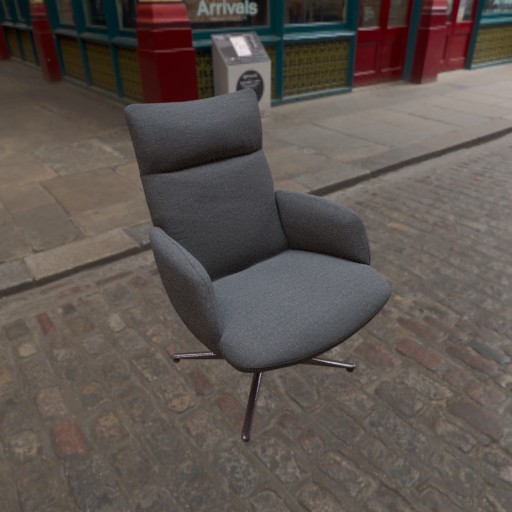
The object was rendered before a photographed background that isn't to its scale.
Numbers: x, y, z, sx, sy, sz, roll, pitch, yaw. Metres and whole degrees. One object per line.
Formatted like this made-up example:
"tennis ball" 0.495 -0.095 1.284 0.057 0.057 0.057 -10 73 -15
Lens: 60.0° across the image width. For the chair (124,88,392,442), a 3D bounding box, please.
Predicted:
"chair" 0.000 0.000 1.573 0.702 0.984 0.831 -21 36 -32
